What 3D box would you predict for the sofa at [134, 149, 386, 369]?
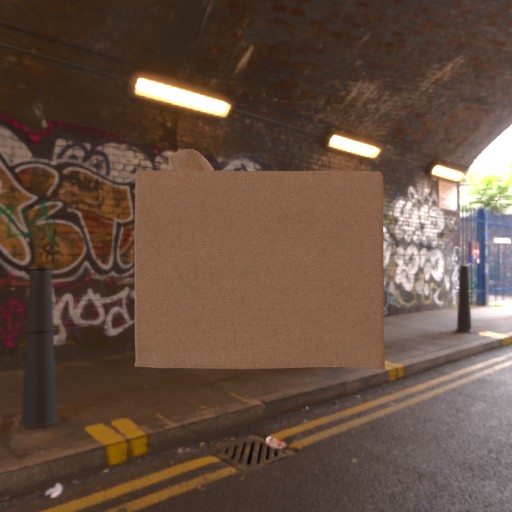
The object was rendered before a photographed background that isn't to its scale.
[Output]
[{"bbox_3d":[0.000,0.000,2.735,0.956,0.847,2.296,0,-1,-1],"label":"sofa"}]
